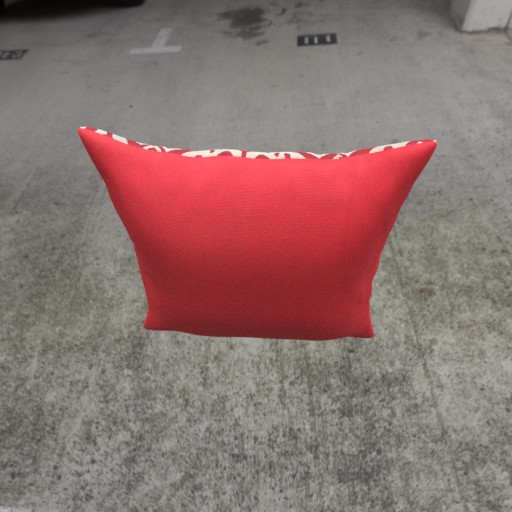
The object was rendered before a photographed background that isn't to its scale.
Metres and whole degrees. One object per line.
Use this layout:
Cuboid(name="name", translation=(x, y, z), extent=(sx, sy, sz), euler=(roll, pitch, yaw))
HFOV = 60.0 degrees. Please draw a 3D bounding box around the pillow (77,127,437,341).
Cuboid(name="pillow", translation=(0.000, 0.000, 0.817), extent=(0.522, 0.507, 0.192), euler=(3, 47, 2))
